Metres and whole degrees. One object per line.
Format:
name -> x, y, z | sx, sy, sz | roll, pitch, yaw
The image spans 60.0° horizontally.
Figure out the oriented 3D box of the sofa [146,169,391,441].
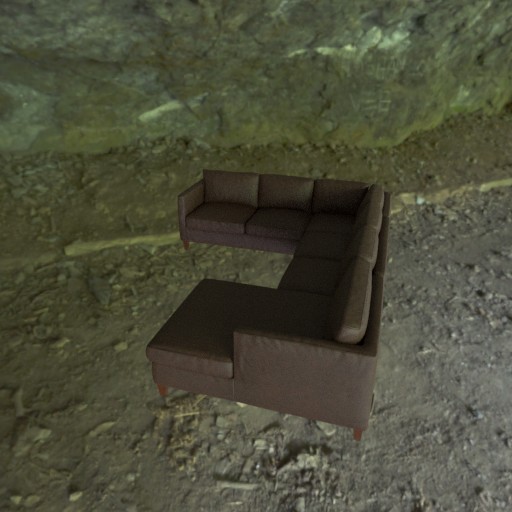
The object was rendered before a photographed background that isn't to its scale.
sofa -> 0.000, 0.000, 4.583 | 2.593, 0.923, 3.460 | 7, 27, 15
